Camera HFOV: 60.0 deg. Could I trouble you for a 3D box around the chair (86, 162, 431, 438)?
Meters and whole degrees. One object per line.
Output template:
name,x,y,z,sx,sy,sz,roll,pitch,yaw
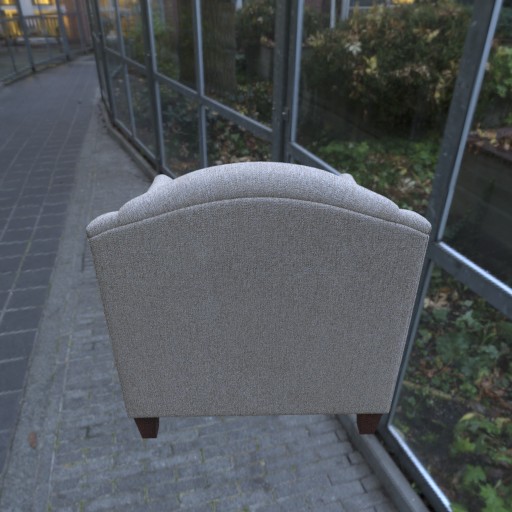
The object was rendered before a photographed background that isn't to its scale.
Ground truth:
chair,0.000,0.000,1.432,0.763,0.839,0.787,-1,31,-1
